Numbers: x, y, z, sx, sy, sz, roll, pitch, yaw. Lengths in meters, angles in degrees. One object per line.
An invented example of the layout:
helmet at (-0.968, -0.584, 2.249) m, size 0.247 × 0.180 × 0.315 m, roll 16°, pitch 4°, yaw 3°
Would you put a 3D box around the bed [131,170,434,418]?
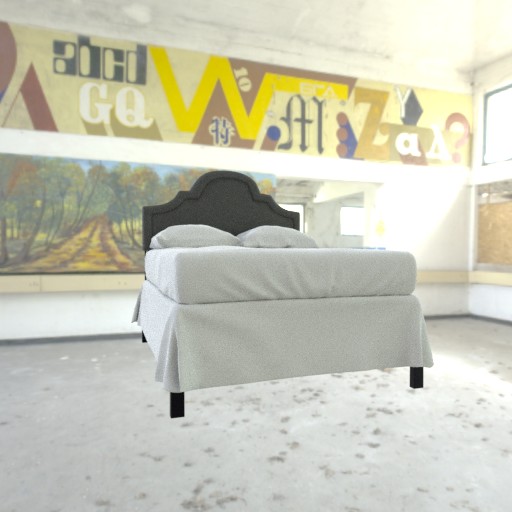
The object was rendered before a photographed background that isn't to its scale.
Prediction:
bed at (0.000, 0.000, 3.466) m, size 1.780 × 1.634 × 2.222 m, roll 0°, pitch 1°, yaw -19°
